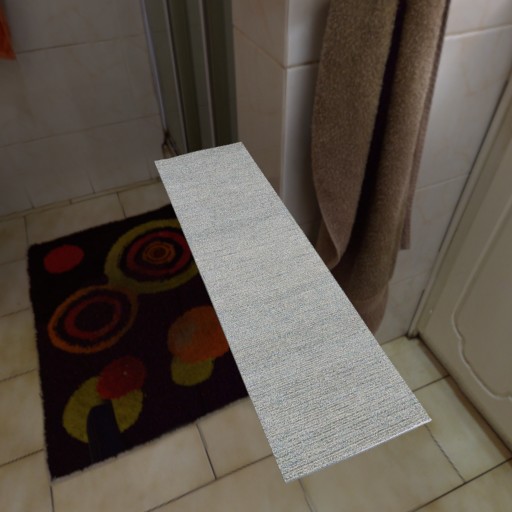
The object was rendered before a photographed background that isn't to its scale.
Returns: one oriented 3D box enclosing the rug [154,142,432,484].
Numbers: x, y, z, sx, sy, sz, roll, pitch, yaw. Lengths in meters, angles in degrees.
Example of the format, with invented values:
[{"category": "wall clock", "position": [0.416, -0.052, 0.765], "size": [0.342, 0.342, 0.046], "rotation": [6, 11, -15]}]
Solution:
[{"category": "rug", "position": [0.000, 0.000, 2.528], "size": [0.675, 0.037, 2.341], "rotation": [-16, 48, -15]}]
